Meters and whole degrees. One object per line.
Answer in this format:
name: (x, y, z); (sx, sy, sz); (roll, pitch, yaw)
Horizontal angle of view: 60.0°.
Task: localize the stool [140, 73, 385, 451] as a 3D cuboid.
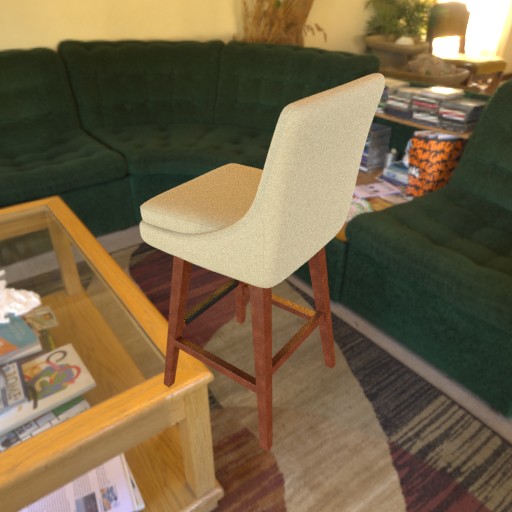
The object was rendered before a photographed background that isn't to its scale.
stool: (0.000, 0.000, 1.408); (0.559, 1.092, 0.470); (21, 38, 30)
